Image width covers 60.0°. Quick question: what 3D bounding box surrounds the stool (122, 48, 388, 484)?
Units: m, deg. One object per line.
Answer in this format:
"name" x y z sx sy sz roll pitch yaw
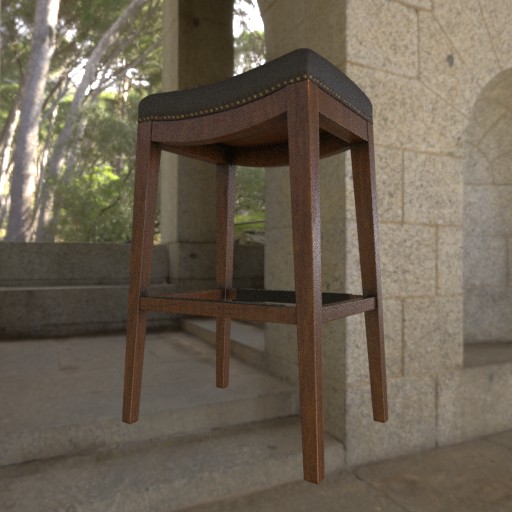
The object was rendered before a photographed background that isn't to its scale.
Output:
"stool" 0.000 0.000 1.028 0.500 0.765 0.361 0 0 35
